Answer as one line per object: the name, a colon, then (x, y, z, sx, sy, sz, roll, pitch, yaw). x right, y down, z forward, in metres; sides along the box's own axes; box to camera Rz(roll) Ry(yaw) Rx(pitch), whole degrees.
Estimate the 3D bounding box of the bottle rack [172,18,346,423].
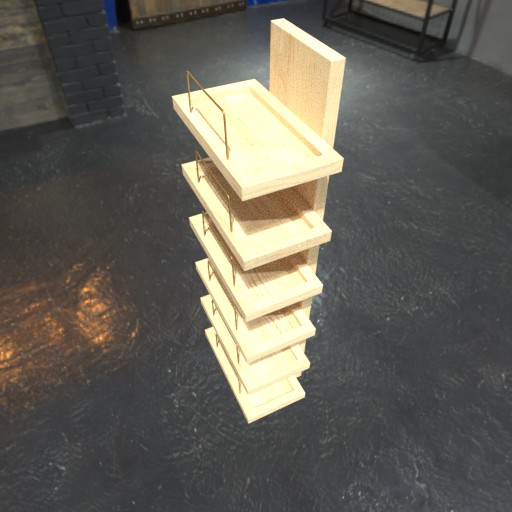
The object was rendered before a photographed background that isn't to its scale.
bottle rack: (0.000, 0.000, 1.037, 0.206, 0.943, 0.330, -19, 48, -18)
